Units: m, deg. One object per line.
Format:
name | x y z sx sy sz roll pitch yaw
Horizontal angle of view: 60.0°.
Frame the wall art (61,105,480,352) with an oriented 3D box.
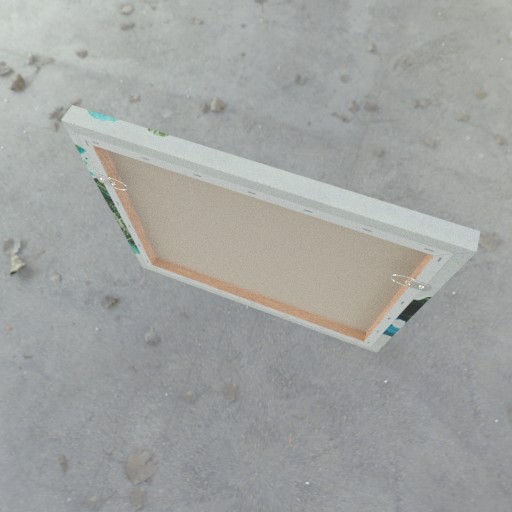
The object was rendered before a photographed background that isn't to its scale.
wall art | 0.000 0.000 0.990 0.711 0.610 0.043 19 65 9
